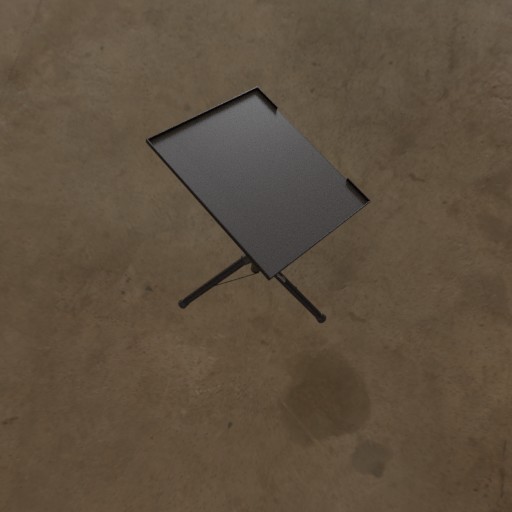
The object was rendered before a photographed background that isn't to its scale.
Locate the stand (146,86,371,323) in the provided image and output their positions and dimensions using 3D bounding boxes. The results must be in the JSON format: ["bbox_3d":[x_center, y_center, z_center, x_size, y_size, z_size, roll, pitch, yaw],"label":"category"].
[{"bbox_3d":[0.000,0.000,1.621,0.702,1.198,0.702,-40,79,-9],"label":"stand"}]
